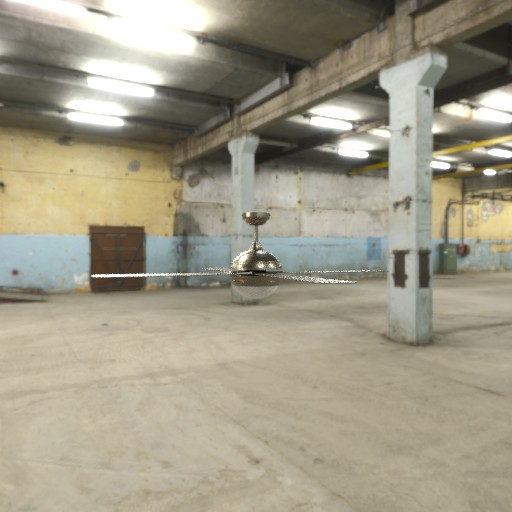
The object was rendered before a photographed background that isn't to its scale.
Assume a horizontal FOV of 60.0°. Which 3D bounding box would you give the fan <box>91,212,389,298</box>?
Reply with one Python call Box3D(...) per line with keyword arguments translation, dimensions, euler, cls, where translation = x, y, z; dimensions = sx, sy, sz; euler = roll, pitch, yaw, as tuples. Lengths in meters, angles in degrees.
Box3D(translation=(0.000, 0.000, 1.984), dimensions=(1.321, 0.381, 1.321), euler=(0, 0, -1), cls="fan")
